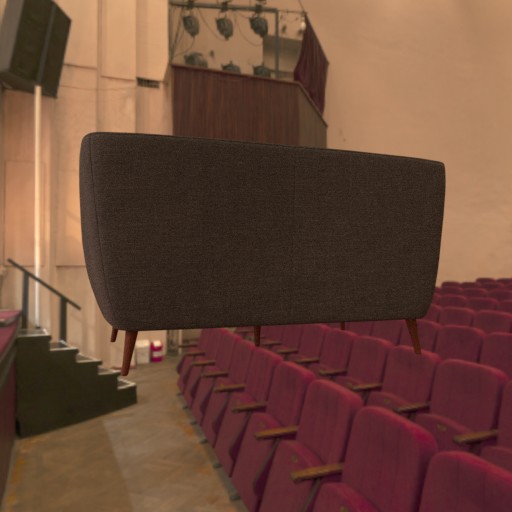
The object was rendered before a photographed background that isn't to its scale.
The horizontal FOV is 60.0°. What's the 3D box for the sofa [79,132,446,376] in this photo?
[{"bbox_3d":[0.000,0.000,2.186,1.646,0.887,0.976,0,-1,-18],"label":"sofa"}]
